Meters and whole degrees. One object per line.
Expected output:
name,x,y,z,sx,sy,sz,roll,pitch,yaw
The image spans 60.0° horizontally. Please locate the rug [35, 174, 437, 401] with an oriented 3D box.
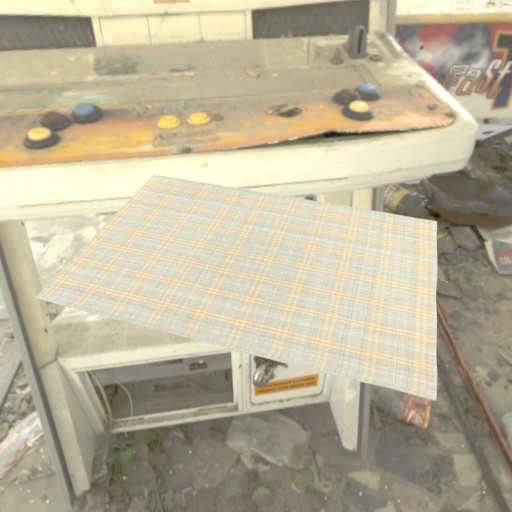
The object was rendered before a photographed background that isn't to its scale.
rug,0.000,0.000,2.348,1.835,0.012,1.231,11,42,13
